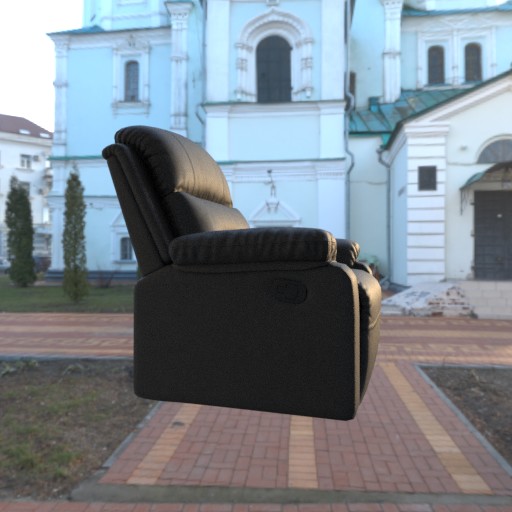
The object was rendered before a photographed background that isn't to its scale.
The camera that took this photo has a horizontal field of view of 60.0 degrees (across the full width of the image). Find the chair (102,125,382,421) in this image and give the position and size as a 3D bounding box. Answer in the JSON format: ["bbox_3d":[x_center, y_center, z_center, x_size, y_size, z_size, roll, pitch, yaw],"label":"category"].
[{"bbox_3d":[0.000,0.000,1.711,0.919,0.992,0.855,0,-1,18],"label":"chair"}]
